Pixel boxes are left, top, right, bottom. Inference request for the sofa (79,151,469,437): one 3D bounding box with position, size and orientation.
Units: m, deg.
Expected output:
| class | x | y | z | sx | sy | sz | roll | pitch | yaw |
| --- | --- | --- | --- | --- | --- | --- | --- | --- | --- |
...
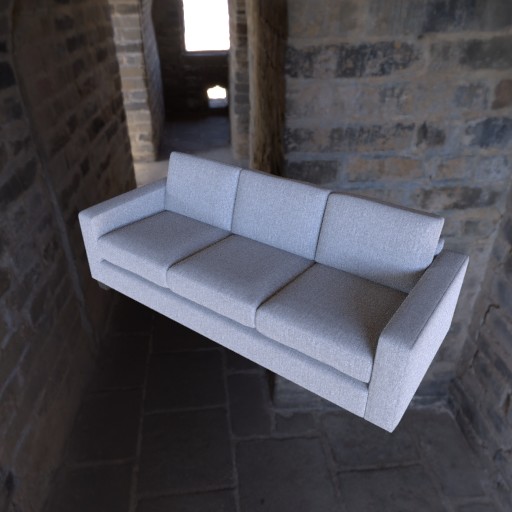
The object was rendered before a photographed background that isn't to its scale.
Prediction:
| class | x | y | z | sx | sy | sz | roll | pitch | yaw |
| --- | --- | --- | --- | --- | --- | --- | --- | --- | --- |
| sofa | 0.000 | 0.000 | 2.608 | 2.120 | 0.800 | 0.900 | 20 | 36 | 30 |
